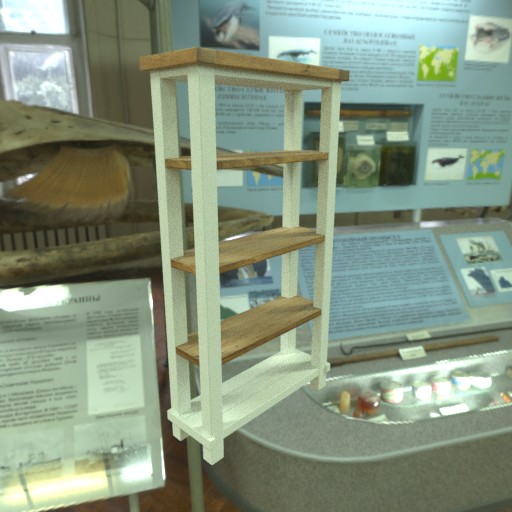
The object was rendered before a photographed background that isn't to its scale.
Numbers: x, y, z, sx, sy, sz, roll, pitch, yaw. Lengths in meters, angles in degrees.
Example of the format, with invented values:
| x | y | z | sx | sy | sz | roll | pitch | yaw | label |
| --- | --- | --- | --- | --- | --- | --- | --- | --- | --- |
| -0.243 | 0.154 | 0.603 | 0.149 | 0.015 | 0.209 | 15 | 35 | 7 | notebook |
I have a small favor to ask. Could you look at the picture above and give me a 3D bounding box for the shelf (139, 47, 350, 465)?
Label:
| x | y | z | sx | sy | sz | roll | pitch | yaw | label |
| --- | --- | --- | --- | --- | --- | --- | --- | --- | --- |
| 0.000 | 0.000 | 2.352 | 0.381 | 1.878 | 1.022 | 15 | 22 | 41 | shelf |
